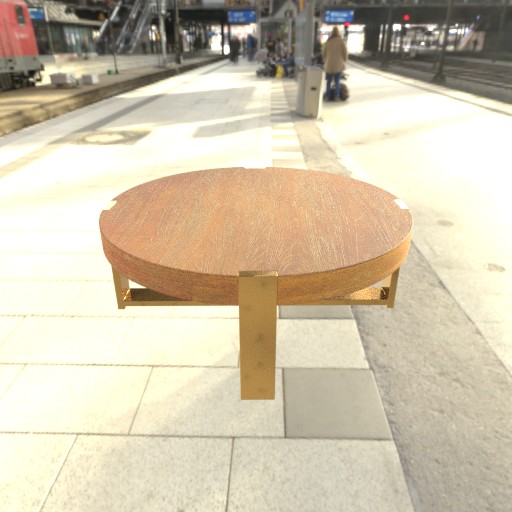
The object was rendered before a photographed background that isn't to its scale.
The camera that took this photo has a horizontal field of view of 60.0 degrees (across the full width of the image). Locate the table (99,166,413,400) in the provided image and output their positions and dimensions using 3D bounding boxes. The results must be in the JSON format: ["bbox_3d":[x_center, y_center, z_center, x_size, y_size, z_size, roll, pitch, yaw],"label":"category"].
[{"bbox_3d":[0.000,0.000,1.724,1.100,0.420,1.100,0,26,0],"label":"table"}]
